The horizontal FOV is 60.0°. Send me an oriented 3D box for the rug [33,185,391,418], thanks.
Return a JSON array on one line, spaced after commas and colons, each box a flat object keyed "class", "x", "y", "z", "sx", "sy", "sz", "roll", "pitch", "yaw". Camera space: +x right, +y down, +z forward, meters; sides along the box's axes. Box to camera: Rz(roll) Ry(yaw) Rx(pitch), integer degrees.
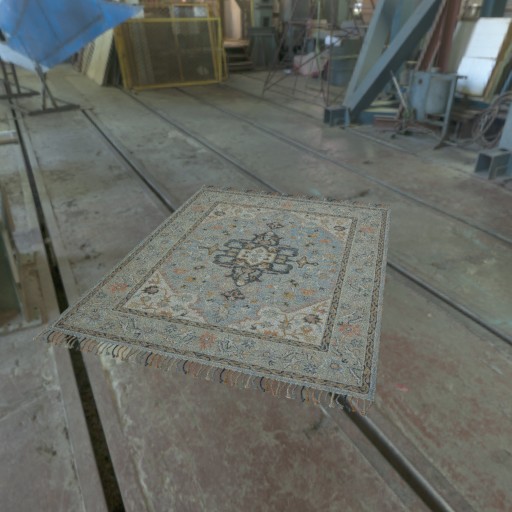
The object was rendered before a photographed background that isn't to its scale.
[{"class": "rug", "x": 0.000, "y": 0.000, "z": 4.191, "sx": 2.379, "sy": 0.011, "sz": 3.221, "roll": 8, "pitch": 31, "yaw": 14}]
